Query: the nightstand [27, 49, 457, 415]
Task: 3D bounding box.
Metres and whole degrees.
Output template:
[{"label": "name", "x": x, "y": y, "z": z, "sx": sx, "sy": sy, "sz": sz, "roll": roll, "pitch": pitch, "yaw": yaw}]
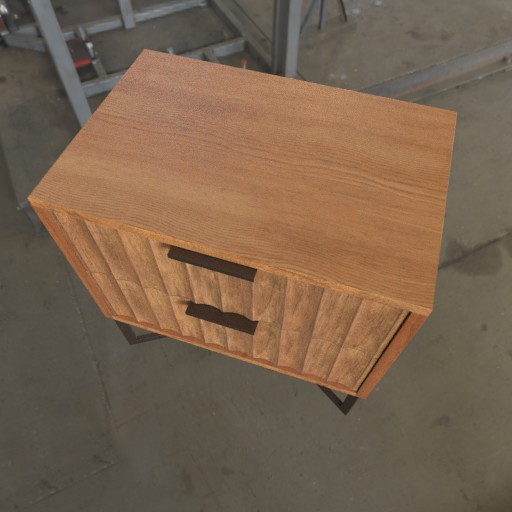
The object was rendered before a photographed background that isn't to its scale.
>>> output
[{"label": "nightstand", "x": 0.000, "y": 0.000, "z": 0.988, "sx": 0.613, "sy": 0.615, "sz": 0.427, "roll": 15, "pitch": 59, "yaw": 10}]
